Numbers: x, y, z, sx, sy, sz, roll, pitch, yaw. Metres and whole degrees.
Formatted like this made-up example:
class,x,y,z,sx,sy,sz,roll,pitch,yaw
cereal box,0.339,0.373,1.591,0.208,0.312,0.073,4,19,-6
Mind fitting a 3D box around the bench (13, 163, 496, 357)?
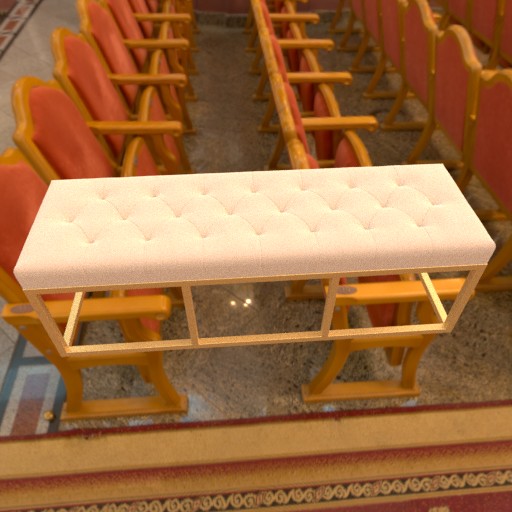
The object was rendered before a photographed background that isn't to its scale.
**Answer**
class,x,y,z,sx,sy,sz,roll,pitch,yaw
bench,0.000,0.000,1.652,1.473,0.484,0.457,-3,45,-3
